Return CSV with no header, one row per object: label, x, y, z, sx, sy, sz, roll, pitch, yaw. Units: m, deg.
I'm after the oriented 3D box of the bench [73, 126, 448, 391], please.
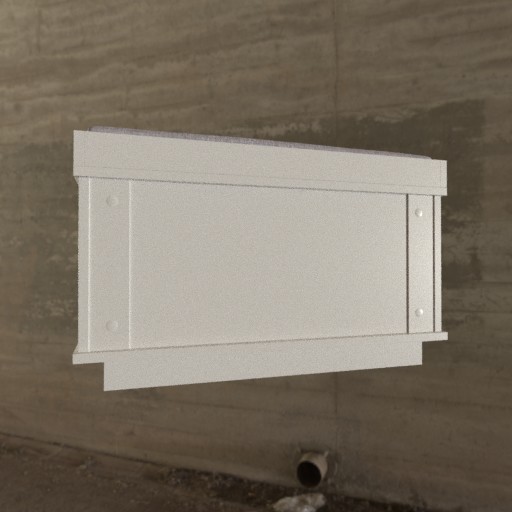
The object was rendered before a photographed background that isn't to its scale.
bench,0.000,0.000,1.000,0.734,0.461,0.362,0,-1,-17
